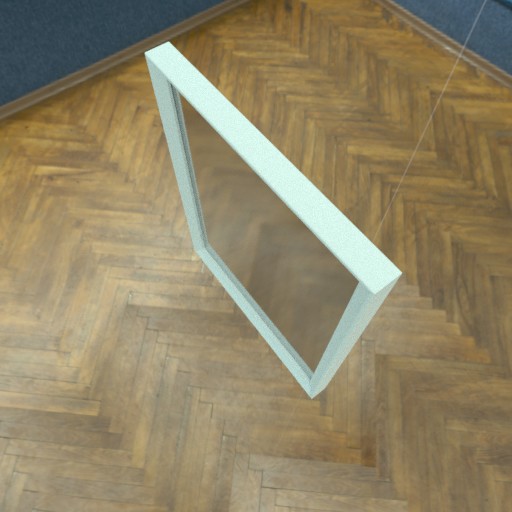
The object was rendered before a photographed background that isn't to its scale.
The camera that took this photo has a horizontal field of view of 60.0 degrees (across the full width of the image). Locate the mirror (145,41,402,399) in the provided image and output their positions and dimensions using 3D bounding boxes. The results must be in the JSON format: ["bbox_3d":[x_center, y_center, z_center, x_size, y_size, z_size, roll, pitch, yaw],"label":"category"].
[{"bbox_3d":[0.000,0.000,0.702,0.041,0.509,0.406,-34,67,-16],"label":"mirror"}]
